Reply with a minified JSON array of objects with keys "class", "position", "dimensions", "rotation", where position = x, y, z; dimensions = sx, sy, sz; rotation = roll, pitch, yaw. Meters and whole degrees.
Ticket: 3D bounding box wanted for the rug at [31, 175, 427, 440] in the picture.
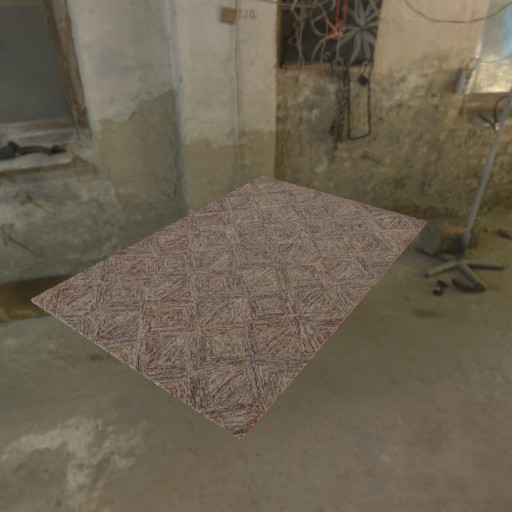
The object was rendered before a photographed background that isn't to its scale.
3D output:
[{"class":"rug","position":[0.000,0.000,2.931],"dimensions":[1.523,0.019,2.285],"rotation":[21,38,30]}]
